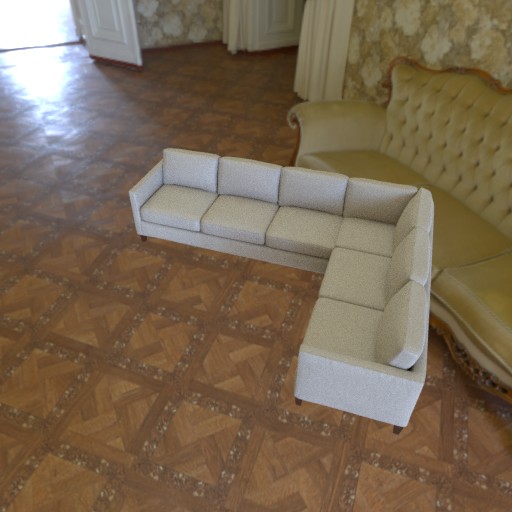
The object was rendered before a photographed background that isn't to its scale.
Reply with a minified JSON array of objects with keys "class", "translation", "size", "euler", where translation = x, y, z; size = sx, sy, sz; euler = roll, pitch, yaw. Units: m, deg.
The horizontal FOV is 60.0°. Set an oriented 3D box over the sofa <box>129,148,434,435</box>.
[{"class":"sofa","translation":[0.000,0.000,4.531],"size":[3.333,0.934,2.522],"euler":[12,41,14]}]
